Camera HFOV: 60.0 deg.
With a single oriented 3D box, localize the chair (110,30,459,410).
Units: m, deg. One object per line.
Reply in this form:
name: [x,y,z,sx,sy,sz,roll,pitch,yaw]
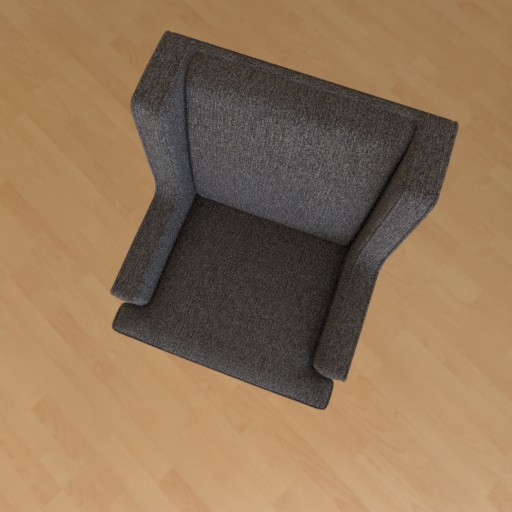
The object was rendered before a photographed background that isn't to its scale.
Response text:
chair: [0.000,0.000,1.732,0.942,1.082,0.927,20,77,5]
